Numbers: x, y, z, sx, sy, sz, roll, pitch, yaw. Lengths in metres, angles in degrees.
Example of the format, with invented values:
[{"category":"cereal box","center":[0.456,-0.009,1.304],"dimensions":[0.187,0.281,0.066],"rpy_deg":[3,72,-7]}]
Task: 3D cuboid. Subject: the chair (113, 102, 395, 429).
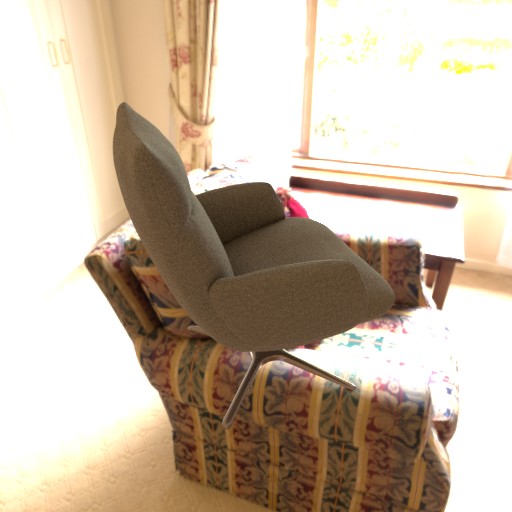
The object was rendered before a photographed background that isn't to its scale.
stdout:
[{"category":"chair","center":[0.000,0.000,1.535],"dimensions":[0.831,0.984,0.702],"rpy_deg":[-10,32,-17]}]
